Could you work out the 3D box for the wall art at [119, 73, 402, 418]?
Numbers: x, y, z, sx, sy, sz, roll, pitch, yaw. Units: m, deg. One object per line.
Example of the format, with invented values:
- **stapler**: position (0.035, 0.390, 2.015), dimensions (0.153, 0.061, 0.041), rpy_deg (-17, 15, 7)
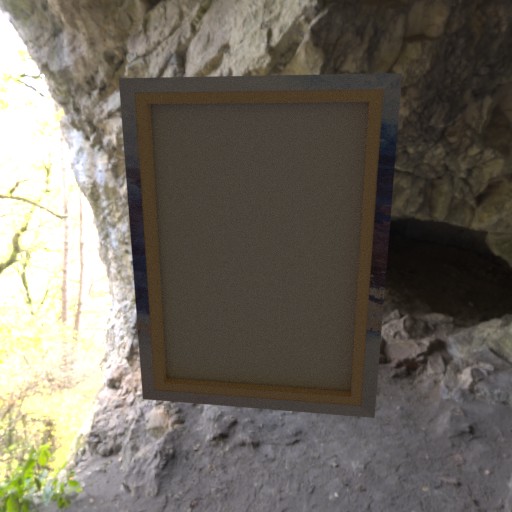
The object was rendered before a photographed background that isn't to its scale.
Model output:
- **wall art**: position (0.000, 0.000, 0.771), dimensions (0.437, 0.581, 0.036), rpy_deg (2, 15, 7)
